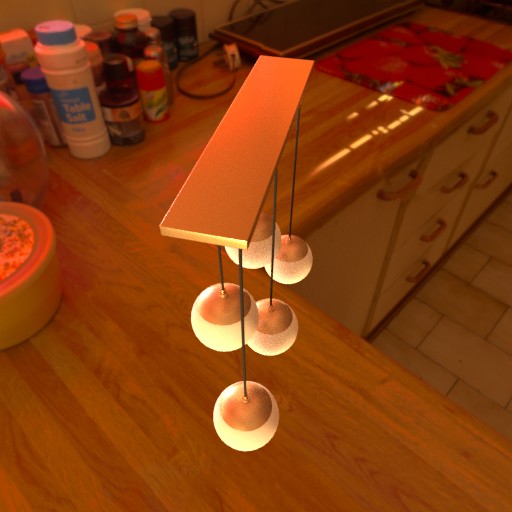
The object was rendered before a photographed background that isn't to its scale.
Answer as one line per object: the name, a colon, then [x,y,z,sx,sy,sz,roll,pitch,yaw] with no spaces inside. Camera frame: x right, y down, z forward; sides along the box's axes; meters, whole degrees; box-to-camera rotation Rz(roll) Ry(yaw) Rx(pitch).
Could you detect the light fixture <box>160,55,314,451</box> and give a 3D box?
light fixture: [0.000,0.000,1.322,0.299,0.869,0.863,10,46,10]
